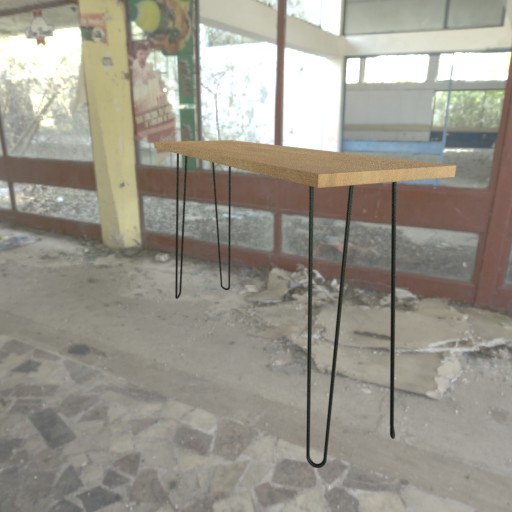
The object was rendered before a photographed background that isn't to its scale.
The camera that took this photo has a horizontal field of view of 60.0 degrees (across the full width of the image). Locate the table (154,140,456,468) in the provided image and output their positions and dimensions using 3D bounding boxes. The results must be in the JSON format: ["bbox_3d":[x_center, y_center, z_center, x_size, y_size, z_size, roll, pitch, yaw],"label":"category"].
[{"bbox_3d":[0.000,0.000,1.710,0.399,0.799,1.400,-8,19,-25],"label":"table"}]
